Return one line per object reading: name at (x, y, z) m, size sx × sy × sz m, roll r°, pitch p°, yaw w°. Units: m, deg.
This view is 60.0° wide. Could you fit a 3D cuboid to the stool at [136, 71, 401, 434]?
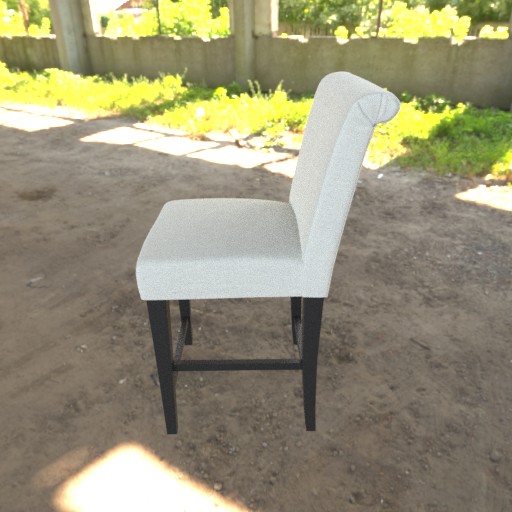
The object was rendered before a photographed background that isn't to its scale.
stool at (0.000, 0.000, 1.312) m, size 0.597 × 0.976 × 0.452 m, roll 0°, pitch 28°, yaw -1°
